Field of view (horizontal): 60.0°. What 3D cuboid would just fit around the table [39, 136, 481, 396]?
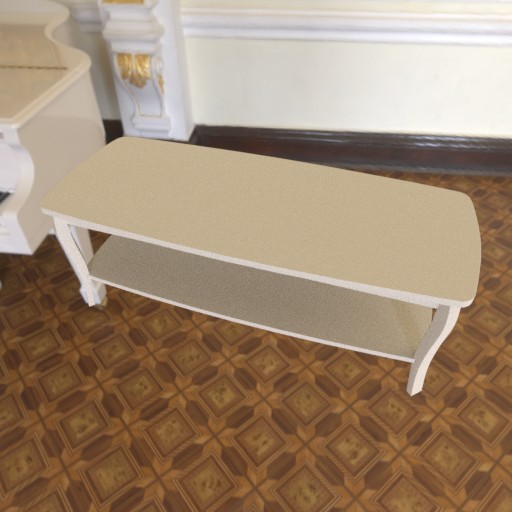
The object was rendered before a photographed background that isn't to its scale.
[{"bbox_3d":[0.000,0.000,1.561,1.334,0.474,0.561,13,43,14],"label":"table"}]
